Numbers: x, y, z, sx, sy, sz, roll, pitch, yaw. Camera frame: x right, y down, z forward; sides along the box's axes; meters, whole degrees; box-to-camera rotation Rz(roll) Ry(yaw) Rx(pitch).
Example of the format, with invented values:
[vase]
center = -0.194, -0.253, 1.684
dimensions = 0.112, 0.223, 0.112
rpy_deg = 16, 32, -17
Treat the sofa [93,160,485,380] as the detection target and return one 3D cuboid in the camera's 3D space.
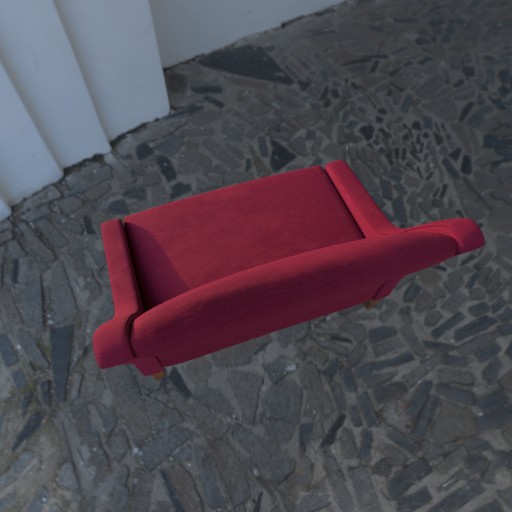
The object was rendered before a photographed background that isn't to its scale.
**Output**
[sofa]
center = 0.000, 0.000, 1.923
dimensions = 1.242, 0.976, 0.946
rpy_deg = -17, 59, -10
